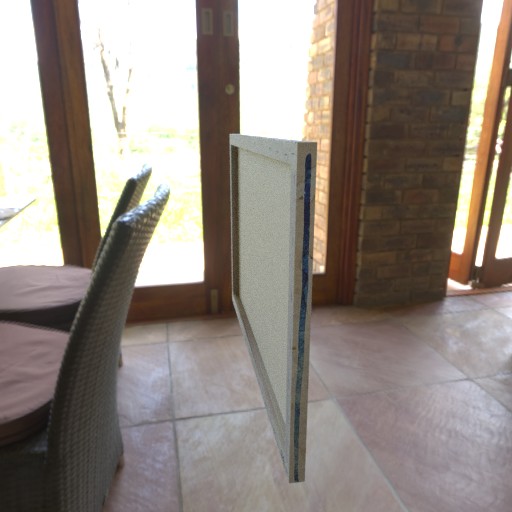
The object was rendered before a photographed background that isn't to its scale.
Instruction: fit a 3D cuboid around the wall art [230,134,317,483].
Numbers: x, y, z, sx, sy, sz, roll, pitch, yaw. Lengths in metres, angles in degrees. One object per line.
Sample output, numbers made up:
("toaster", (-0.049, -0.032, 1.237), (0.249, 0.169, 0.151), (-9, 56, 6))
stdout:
("wall art", (0.000, 0.000, 1.453), (0.038, 0.757, 1.143), (-3, 16, -9))
